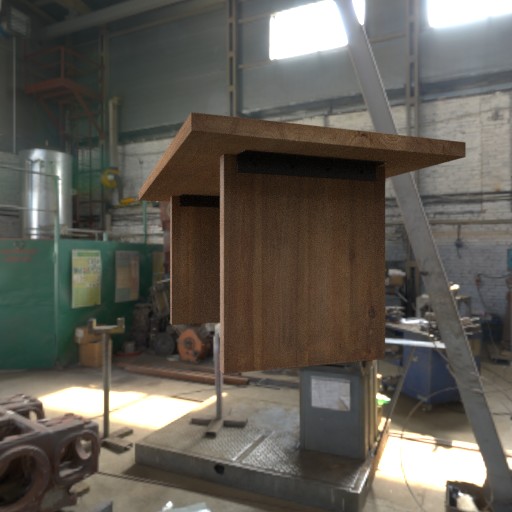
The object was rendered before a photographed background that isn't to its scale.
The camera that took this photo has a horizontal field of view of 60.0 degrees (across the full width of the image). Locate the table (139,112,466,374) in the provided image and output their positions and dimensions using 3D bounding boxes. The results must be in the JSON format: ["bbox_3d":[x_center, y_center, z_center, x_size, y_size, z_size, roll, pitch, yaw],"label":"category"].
[{"bbox_3d":[0.000,0.000,2.112,0.946,0.780,1.609,0,0,-20],"label":"table"}]
